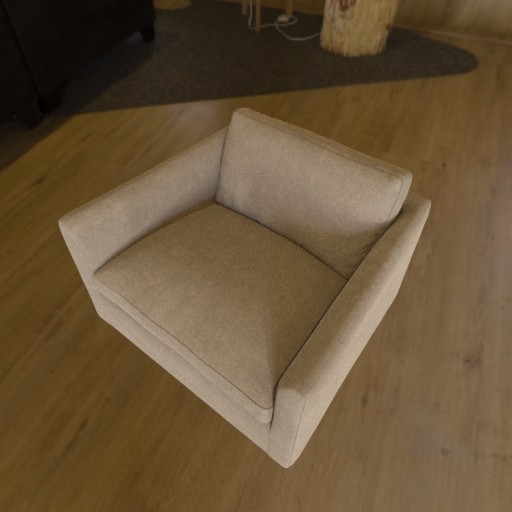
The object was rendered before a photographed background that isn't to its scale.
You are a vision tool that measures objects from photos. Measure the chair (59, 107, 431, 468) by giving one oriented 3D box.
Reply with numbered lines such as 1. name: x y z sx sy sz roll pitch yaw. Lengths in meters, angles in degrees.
1. chair: 0.000 0.000 1.945 1.190 0.845 1.091 31 54 25
